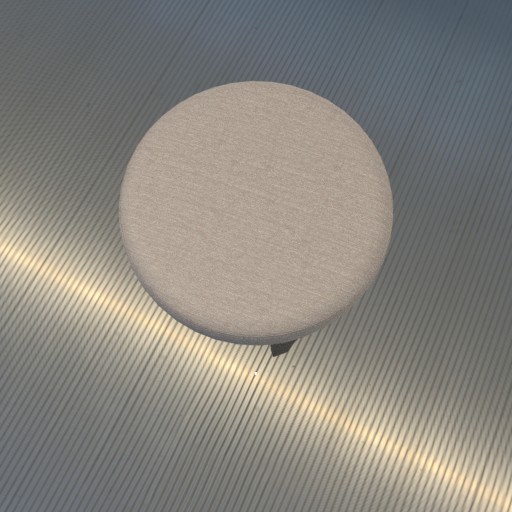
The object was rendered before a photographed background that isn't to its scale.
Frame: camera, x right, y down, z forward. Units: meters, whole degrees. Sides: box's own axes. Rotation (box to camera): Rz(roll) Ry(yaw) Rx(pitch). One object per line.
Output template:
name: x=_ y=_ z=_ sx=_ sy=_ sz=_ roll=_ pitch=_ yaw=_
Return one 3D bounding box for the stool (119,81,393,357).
stool: x=0.000 y=0.000 z=1.026 sx=0.443 sy=0.757 sz=0.443 roll=0 pitch=75 yaw=0
